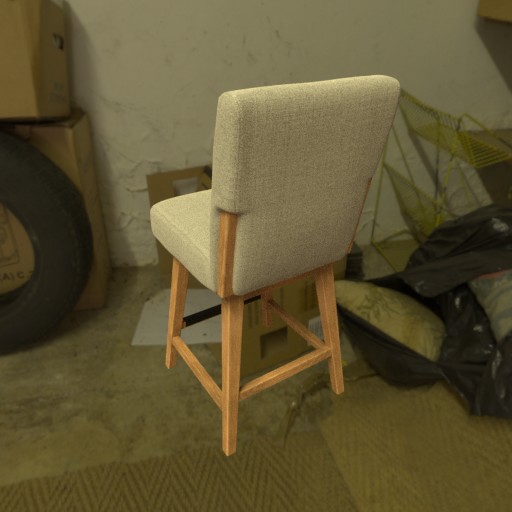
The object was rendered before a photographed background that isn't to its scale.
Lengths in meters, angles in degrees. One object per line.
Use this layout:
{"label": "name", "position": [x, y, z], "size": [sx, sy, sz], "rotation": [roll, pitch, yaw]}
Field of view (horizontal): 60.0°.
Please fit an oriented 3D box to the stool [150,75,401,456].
{"label": "stool", "position": [0.000, 0.000, 1.292], "size": [0.459, 1.010, 0.526], "rotation": [-18, 34, -28]}
